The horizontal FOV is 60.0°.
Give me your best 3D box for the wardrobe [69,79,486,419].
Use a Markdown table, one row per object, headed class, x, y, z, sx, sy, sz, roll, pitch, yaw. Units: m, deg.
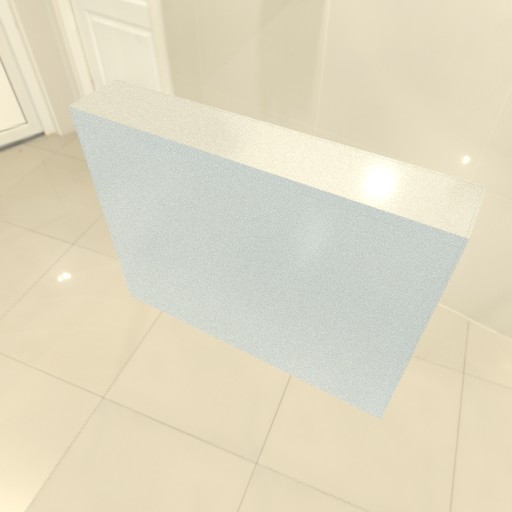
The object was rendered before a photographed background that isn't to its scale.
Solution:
| class | x | y | z | sx | sy | sz | roll | pitch | yaw |
| --- | --- | --- | --- | --- | --- | --- | --- | --- | --- |
| wardrobe | 0.000 | 0.000 | 3.957 | 3.000 | 2.360 | 0.580 | 22 | 51 | 20 |
